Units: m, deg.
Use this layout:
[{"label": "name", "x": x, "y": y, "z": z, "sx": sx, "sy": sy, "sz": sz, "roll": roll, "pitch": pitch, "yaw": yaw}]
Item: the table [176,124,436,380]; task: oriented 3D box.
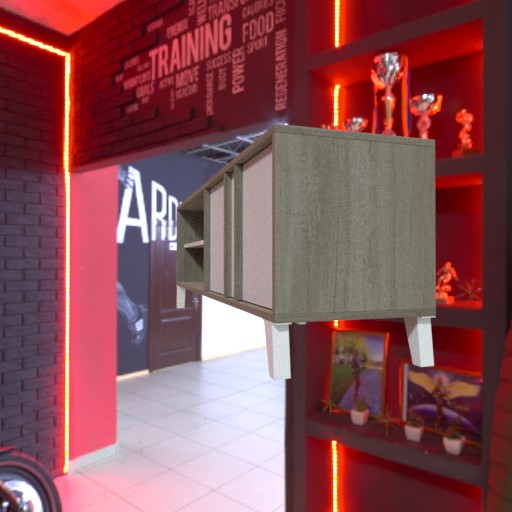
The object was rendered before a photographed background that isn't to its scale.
[{"label": "table", "x": 0.000, "y": 0.000, "z": 1.688, "sx": 0.400, "sy": 0.530, "sz": 1.500, "roll": 0, "pitch": -1, "yaw": -18}]
